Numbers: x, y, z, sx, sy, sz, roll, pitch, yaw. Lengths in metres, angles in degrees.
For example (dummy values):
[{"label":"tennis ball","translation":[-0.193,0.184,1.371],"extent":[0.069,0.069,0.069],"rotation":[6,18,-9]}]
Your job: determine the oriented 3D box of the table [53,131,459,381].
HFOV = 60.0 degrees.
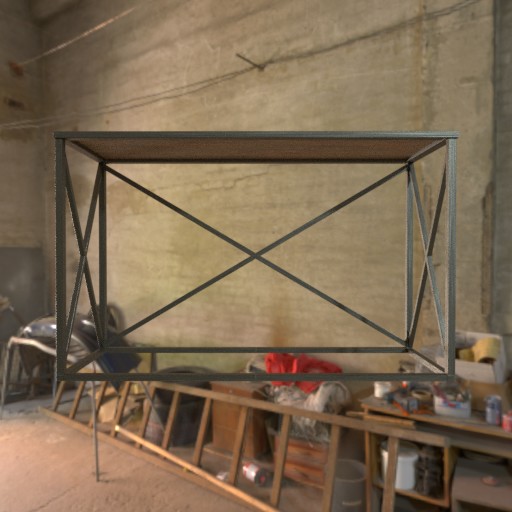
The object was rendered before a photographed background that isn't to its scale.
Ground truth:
[{"label":"table","translation":[0.000,0.000,1.531],"extent":[1.216,0.753,0.402],"rotation":[0,1,0]}]
